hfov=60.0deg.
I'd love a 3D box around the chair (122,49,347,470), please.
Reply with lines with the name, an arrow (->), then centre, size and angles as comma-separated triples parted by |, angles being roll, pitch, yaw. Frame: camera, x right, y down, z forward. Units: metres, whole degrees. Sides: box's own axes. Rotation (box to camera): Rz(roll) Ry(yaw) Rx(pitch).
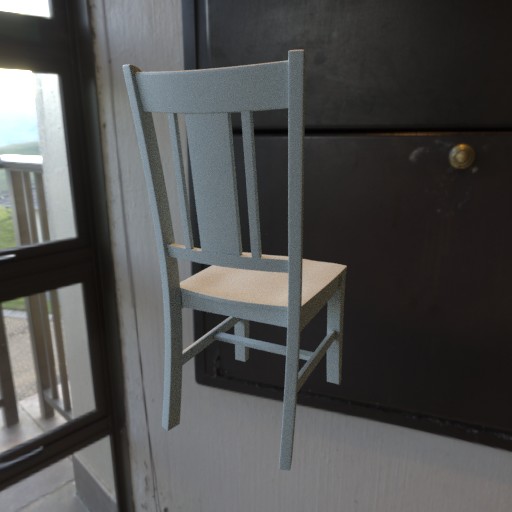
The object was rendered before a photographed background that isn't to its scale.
chair -> 0.000, 0.000, 1.294 | 0.450, 0.998, 0.555 | 7, 17, 25
